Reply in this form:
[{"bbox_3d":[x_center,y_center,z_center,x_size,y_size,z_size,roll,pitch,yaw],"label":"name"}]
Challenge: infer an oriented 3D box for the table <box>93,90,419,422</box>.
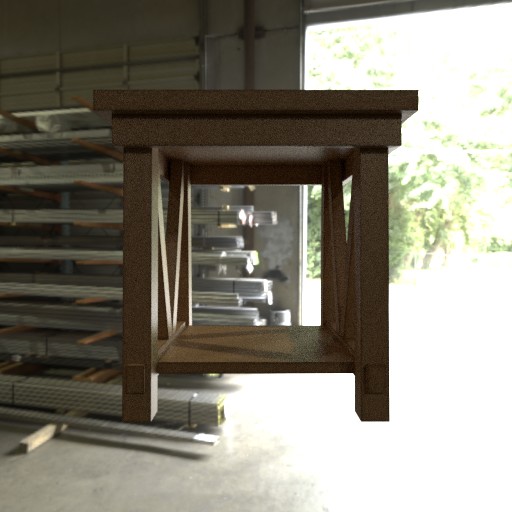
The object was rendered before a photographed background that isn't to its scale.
[{"bbox_3d":[0.000,0.000,1.142,0.610,0.638,0.612,0,1,0],"label":"table"}]
